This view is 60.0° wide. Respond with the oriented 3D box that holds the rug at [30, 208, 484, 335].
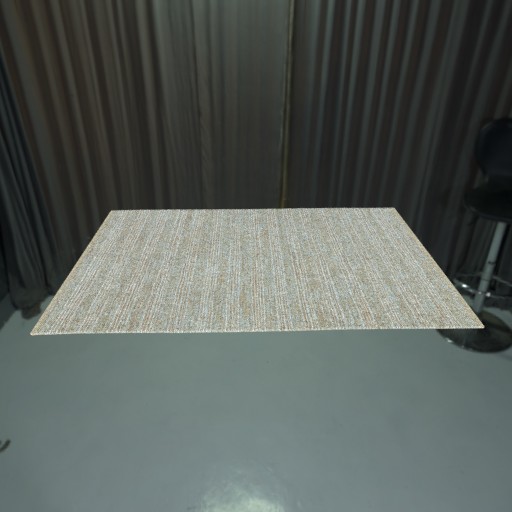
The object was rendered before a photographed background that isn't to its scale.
[{"bbox_3d":[0.000,0.000,2.318,1.824,0.010,1.240,-1,29,-1],"label":"rug"}]
